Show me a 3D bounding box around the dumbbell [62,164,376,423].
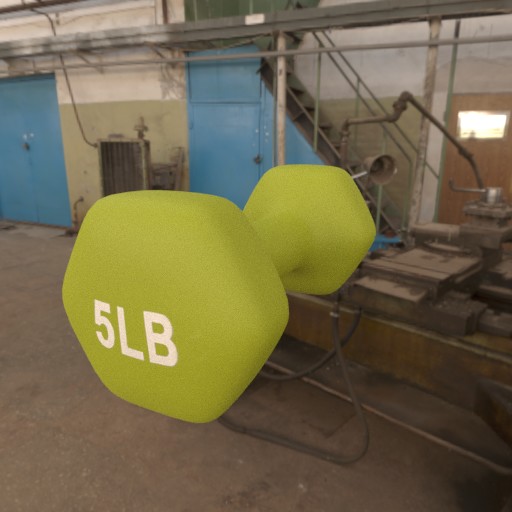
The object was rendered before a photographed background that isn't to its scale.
[{"bbox_3d":[0.000,0.000,0.200,0.080,0.072,0.164,8,18,26],"label":"dumbbell"}]
